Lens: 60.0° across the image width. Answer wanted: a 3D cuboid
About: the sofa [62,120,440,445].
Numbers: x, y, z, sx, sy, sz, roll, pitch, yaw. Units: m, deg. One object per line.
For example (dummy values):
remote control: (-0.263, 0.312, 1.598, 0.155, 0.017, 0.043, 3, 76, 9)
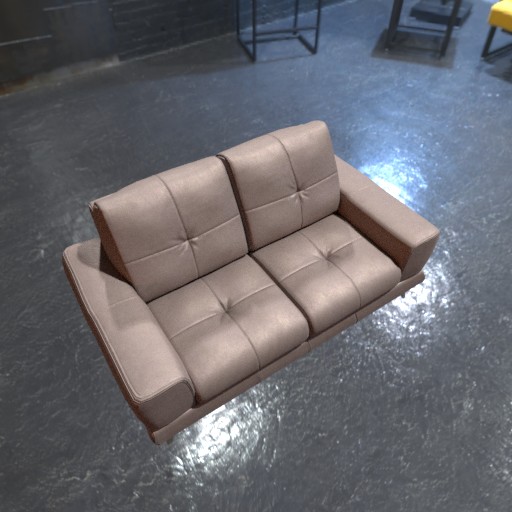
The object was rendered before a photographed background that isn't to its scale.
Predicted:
sofa: (0.000, 0.000, 2.389, 1.806, 0.907, 1.018, -26, 52, -22)
